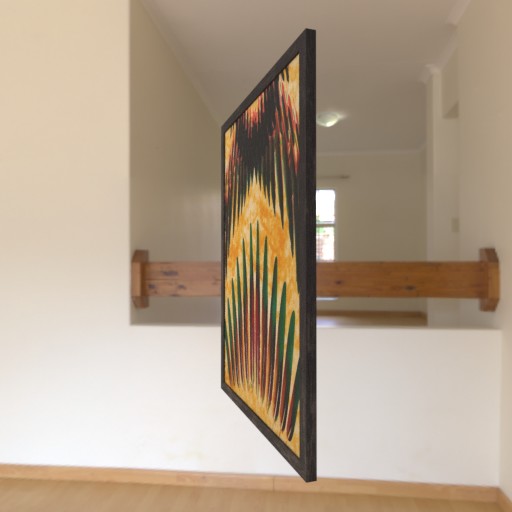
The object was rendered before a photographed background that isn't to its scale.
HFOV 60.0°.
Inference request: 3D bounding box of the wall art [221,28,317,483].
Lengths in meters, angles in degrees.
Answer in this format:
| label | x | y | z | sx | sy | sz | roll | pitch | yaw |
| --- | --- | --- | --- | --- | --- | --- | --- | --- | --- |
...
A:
| label | x | y | z | sx | sy | sz | roll | pitch | yaw |
| --- | --- | --- | --- | --- | --- | --- | --- | --- | --- |
| wall art | 0.000 | 0.000 | 1.428 | 0.029 | 1.066 | 0.812 | 0 | -1 | -19 |
